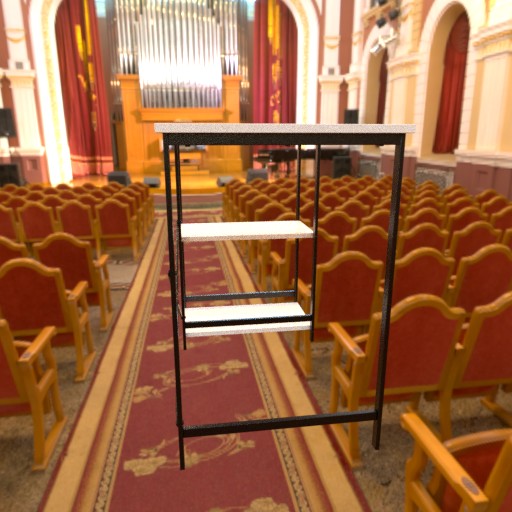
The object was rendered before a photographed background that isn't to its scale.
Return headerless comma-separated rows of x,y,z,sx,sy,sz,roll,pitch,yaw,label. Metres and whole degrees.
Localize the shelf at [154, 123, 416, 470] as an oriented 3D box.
0.000,0.000,1.354,0.498,0.750,0.902,-2,15,-8,shelf
